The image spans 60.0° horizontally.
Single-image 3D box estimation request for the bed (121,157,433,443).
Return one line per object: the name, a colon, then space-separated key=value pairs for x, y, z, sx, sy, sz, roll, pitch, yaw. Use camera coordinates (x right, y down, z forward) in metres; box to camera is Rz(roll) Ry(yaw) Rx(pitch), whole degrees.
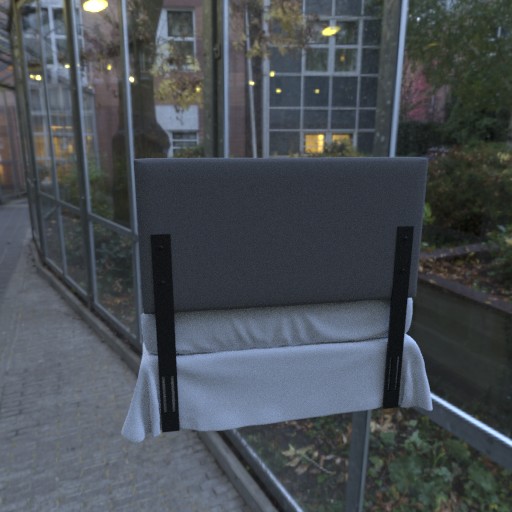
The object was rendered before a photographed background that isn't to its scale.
bed: x=0.000 y=0.000 z=3.521 sx=1.936 sy=1.577 sz=2.222 roll=-2 pitch=14 yaw=-10
